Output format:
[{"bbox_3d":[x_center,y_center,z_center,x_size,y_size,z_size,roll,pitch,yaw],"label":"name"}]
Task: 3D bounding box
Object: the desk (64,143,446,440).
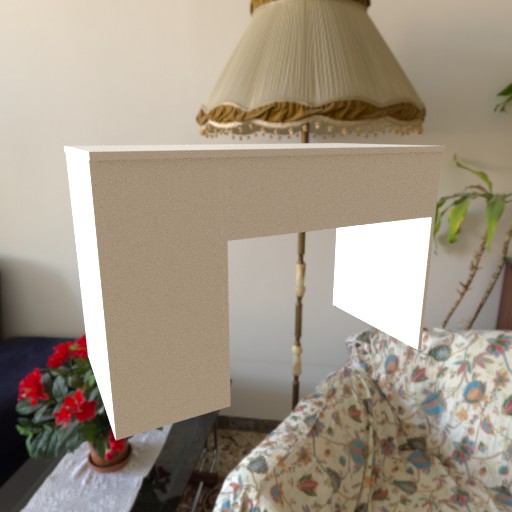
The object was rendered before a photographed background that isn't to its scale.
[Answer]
[{"bbox_3d":[0.000,0.000,1.525,1.097,0.735,0.560,-8,17,-27],"label":"desk"}]
